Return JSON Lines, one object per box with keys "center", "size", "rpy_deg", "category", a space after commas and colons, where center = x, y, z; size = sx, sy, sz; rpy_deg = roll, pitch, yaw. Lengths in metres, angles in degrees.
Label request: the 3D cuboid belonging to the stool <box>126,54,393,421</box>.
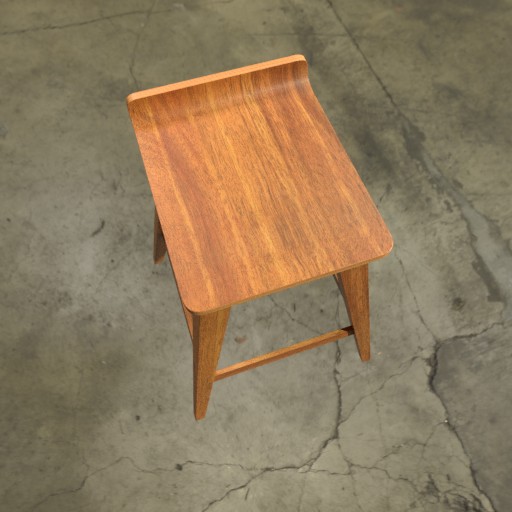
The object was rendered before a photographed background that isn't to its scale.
{"center": [0.000, 0.000, 1.007], "size": [0.500, 0.650, 0.500], "rpy_deg": [-17, 64, -8], "category": "stool"}
